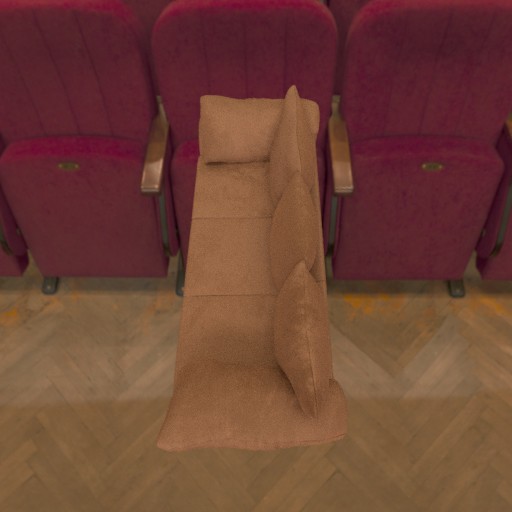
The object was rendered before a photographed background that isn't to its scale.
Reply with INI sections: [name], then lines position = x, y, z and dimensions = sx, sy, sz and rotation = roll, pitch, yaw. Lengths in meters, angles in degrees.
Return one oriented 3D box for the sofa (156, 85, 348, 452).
[sofa]
position = 0.000, 0.000, 2.817
dimensions = 0.893, 0.981, 2.377
rotation = 1, 59, 0
